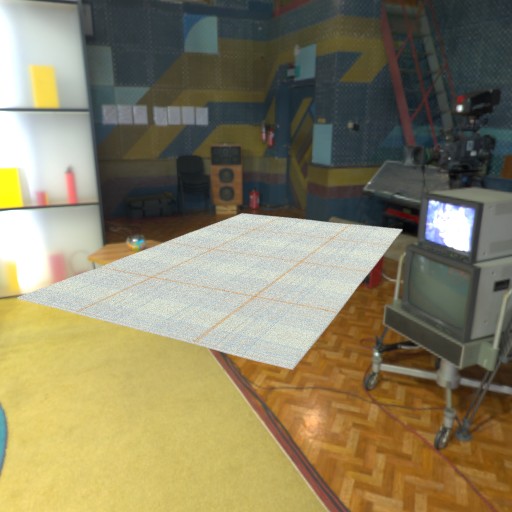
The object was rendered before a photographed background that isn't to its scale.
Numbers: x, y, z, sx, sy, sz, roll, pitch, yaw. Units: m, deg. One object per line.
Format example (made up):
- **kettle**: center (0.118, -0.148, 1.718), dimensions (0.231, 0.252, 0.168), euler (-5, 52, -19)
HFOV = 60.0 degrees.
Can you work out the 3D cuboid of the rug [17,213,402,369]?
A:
- **rug**: center (0.000, 0.000, 2.993), dimensions (1.527, 0.016, 2.442), euler (8, 19, 25)
